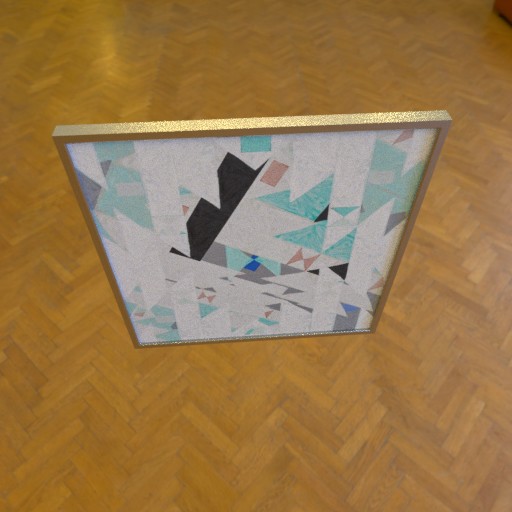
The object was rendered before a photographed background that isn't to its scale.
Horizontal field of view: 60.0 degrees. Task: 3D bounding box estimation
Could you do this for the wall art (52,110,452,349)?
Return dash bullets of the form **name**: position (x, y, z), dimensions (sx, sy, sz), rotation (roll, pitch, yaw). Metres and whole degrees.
- **wall art**: position (0.000, 0.000, 1.201), dimensions (0.806, 0.806, 0.038), rotation (-3, 48, -3)
